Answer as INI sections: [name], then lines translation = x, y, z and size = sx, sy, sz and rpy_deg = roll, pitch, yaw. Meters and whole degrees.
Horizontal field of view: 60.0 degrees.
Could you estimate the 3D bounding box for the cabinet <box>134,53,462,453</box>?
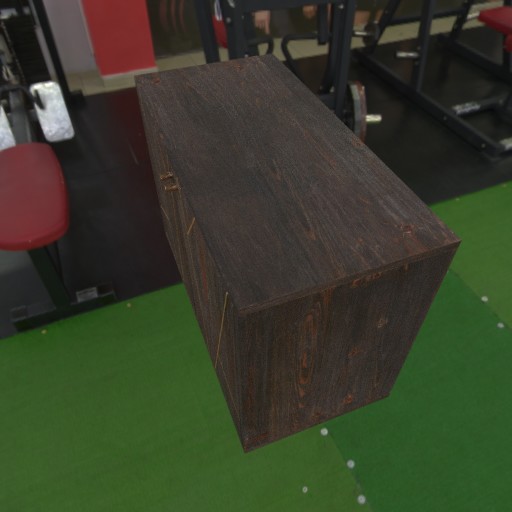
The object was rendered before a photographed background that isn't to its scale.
[cabinet]
translation = 0.000, 0.000, 1.511
size = 0.529, 0.897, 1.023
rpy_deg = -16, 48, -14
